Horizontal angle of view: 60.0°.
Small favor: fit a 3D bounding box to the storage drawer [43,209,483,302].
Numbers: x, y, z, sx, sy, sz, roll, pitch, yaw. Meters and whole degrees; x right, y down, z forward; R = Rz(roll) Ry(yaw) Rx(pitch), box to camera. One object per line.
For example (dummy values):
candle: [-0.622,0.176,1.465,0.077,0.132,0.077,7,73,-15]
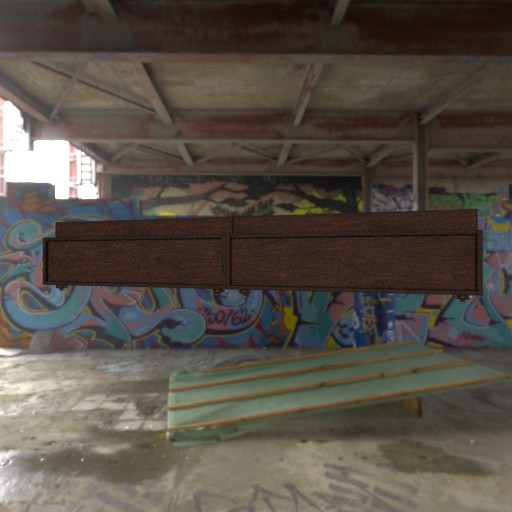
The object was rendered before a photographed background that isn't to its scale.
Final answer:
storage drawer: [0.000,0.000,2.204,1.914,0.339,0.774,0,0,19]
